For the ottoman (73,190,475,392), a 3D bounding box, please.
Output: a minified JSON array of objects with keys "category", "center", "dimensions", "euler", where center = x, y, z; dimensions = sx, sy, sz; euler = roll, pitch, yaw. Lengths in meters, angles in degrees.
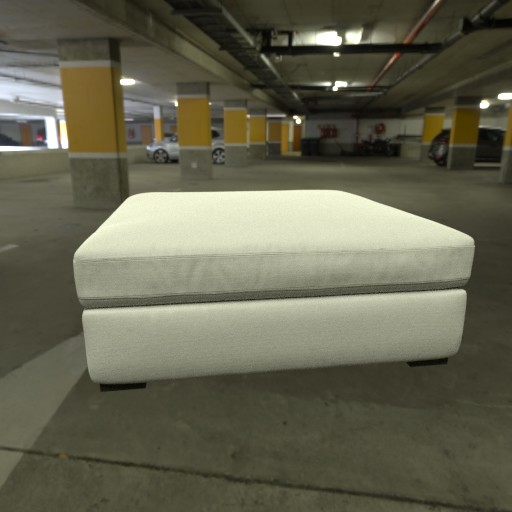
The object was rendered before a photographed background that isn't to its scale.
[{"category":"ottoman","center":[0.000,0.000,1.791],"dimensions":[1.163,0.482,1.167],"euler":[-2,15,-8]}]
